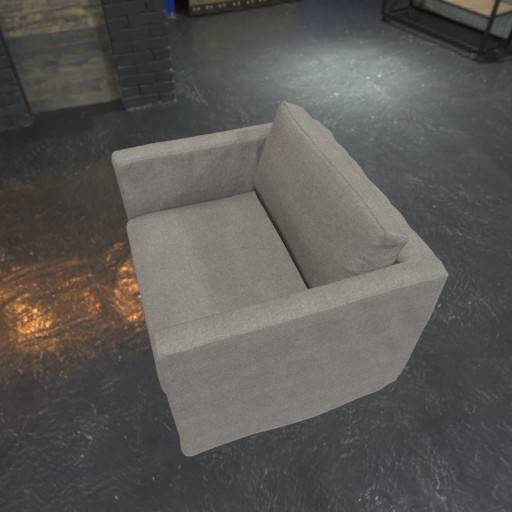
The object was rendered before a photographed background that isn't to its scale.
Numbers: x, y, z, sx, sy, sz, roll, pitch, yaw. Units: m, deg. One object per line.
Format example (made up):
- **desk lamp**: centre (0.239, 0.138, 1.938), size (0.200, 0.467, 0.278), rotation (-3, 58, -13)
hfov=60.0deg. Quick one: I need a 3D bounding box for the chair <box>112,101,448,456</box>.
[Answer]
- **chair**: centre (0.000, 0.000, 1.787), size (0.949, 0.863, 1.057), rotation (-14, 48, -13)
